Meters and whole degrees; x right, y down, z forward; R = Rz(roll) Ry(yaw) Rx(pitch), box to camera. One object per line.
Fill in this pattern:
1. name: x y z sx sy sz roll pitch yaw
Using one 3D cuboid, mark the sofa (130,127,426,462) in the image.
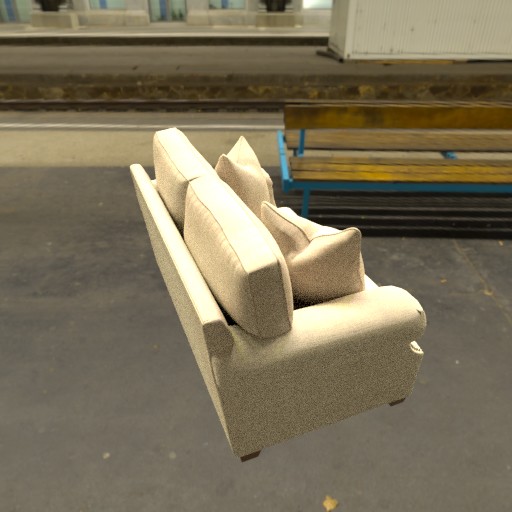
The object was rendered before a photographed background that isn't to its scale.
1. sofa: 0.000 0.000 2.267 0.966 0.966 1.701 -12 33 -19
